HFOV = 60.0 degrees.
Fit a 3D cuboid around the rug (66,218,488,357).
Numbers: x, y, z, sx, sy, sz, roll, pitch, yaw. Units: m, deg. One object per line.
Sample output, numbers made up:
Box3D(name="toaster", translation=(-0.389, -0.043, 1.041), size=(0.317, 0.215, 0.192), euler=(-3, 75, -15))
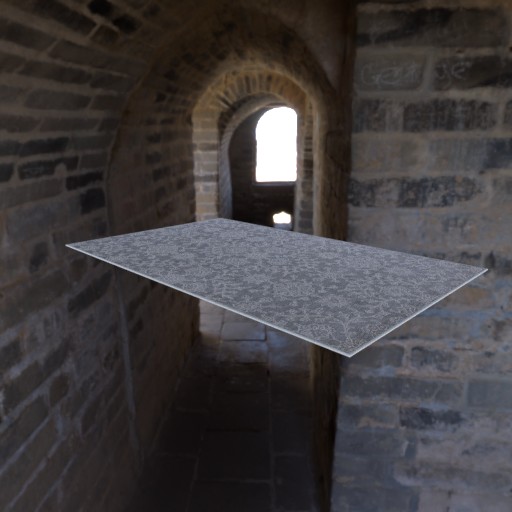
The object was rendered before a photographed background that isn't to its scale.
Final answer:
Box3D(name="rug", translation=(0.000, 0.000, 2.966), size=(2.430, 0.010, 1.515), euler=(14, 21, 42))
